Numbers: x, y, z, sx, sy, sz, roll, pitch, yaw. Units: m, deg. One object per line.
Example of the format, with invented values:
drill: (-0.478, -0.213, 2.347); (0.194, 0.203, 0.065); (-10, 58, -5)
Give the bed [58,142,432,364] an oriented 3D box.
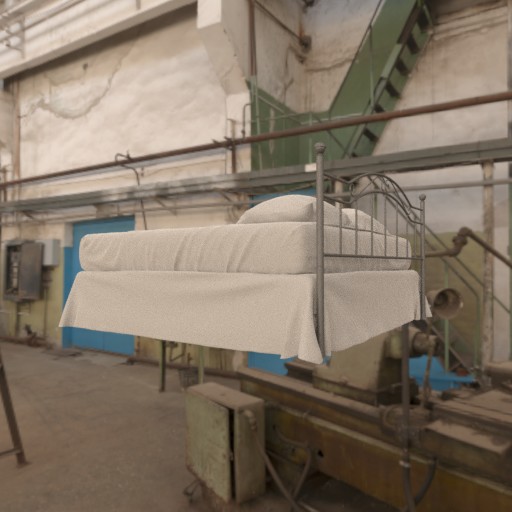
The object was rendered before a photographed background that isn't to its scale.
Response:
bed: (0.000, 0.000, 3.601); (2.220, 1.080, 2.309); (-1, -1, 35)
